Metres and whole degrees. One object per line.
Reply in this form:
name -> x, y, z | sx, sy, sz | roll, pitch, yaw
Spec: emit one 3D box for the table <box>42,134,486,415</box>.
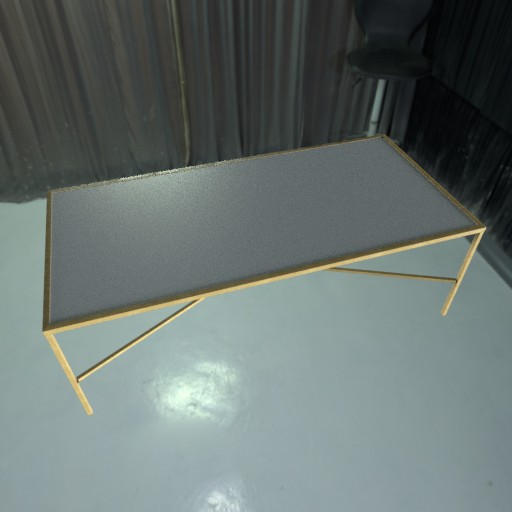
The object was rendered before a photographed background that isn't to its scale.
table -> 0.000, 0.000, 1.477 | 1.206, 0.398, 0.580 | -13, 45, -13
